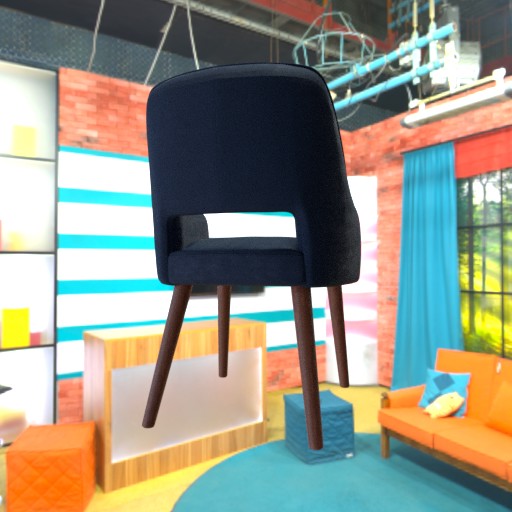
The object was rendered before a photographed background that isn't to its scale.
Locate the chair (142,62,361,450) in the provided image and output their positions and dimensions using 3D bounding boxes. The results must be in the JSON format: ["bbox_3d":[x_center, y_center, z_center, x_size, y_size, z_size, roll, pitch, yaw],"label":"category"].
[{"bbox_3d":[0.000,0.000,1.243,0.559,0.844,0.591,0,-1,18],"label":"chair"}]
